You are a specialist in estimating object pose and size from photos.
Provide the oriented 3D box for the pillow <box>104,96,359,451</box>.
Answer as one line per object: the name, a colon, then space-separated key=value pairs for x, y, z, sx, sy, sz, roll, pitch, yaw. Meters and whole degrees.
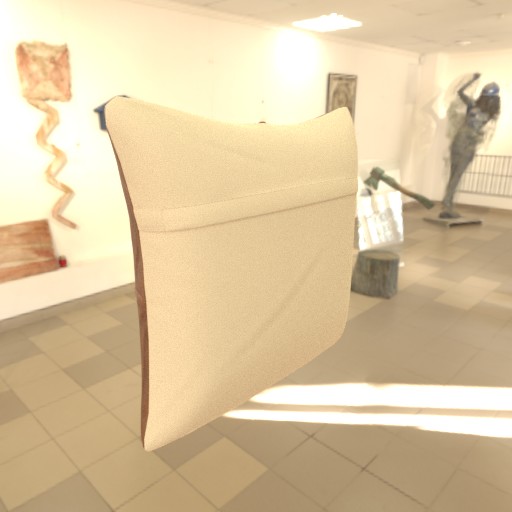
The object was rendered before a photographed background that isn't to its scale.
pillow: x=0.000 y=0.000 z=0.712 sx=0.192 sy=0.470 sz=0.484 roll=16 pitch=24 yaw=41
